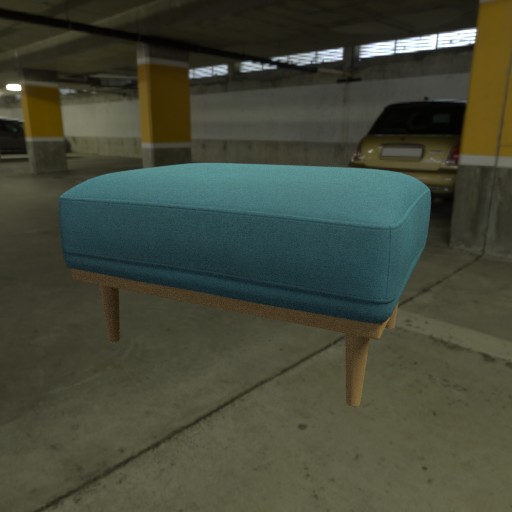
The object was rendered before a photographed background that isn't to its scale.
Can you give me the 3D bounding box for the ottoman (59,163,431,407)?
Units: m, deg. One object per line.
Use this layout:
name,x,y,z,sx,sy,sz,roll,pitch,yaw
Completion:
ottoman,0.000,0.000,1.092,0.749,0.428,0.549,8,18,25
